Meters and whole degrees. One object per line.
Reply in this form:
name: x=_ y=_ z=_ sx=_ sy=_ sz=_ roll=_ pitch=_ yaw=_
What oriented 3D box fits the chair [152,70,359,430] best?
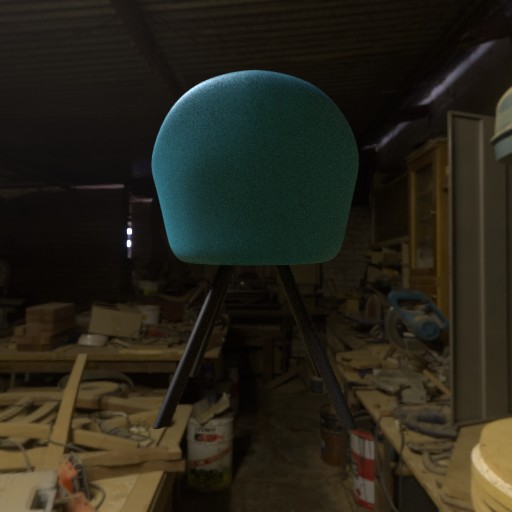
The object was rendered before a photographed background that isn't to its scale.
chair: x=0.000 y=0.000 z=1.193 sx=0.540 sy=0.780 sz=0.570 roll=0 pitch=-1 yaw=1
